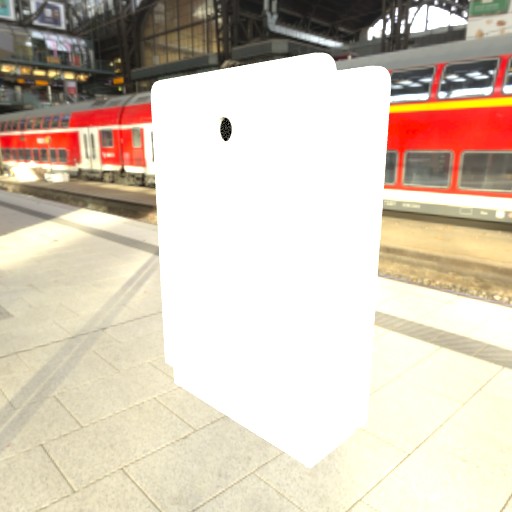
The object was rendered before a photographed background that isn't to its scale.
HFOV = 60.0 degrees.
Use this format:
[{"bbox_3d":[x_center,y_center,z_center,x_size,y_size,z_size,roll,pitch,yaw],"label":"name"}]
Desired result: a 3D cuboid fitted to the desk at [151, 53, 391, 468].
[{"bbox_3d":[0.000,0.000,1.553,0.795,1.190,0.278,14,20,43],"label":"desk"}]
